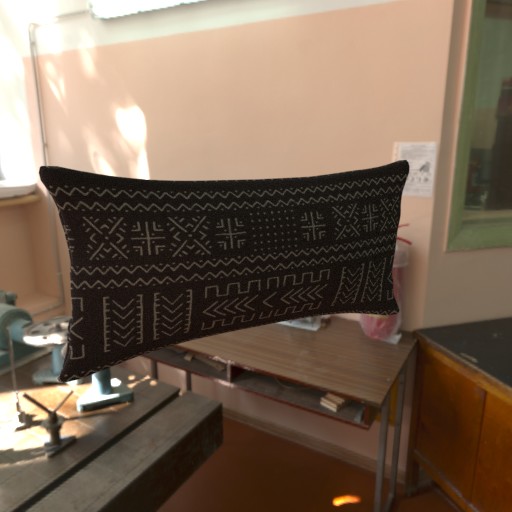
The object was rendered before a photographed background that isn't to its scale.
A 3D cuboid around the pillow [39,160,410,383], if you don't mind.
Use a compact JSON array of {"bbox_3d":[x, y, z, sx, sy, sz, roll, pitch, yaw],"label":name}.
[{"bbox_3d":[0.000,0.000,0.774,0.667,0.322,0.135,-7,16,-25],"label":"pillow"}]
